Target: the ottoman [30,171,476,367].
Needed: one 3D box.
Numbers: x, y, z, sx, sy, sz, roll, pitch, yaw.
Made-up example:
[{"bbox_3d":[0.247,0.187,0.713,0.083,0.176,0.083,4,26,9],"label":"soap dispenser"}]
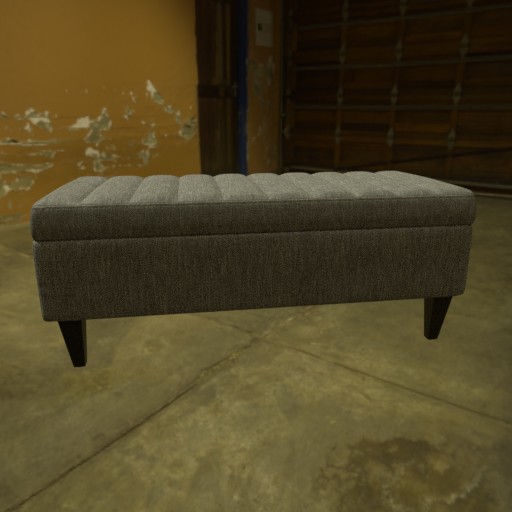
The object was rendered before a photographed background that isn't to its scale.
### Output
[{"bbox_3d":[0.000,0.000,1.382,1.151,0.469,0.482,-3,17,-8],"label":"ottoman"}]
